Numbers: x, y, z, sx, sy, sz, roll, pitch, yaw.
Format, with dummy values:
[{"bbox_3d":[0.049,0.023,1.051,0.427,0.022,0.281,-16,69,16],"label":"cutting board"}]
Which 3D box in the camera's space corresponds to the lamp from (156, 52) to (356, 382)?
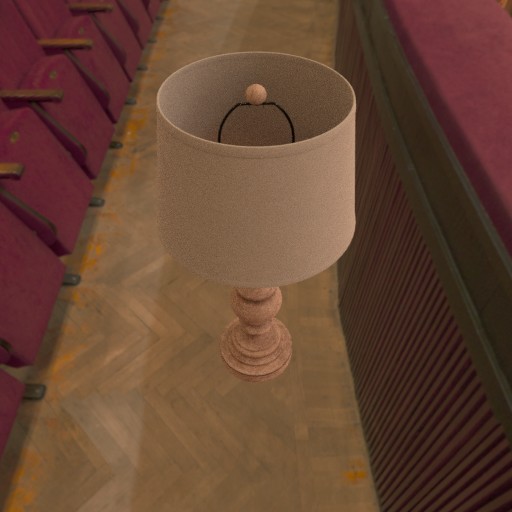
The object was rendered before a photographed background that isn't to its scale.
[{"bbox_3d":[0.000,0.000,0.848,0.340,0.678,0.340,0,47,0],"label":"lamp"}]
